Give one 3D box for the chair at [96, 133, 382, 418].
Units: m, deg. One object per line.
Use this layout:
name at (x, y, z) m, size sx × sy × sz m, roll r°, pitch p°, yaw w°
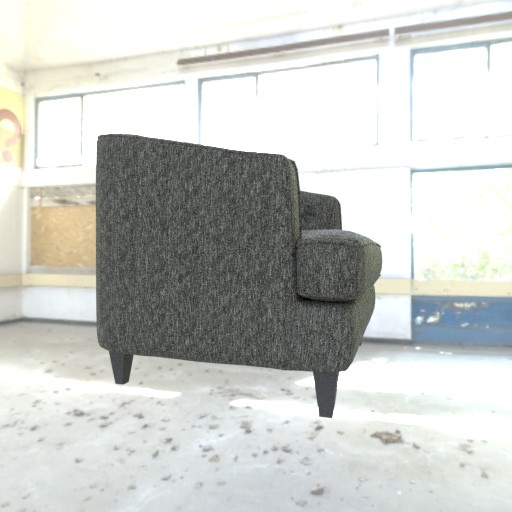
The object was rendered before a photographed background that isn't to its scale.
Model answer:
chair at (0.000, 0.000, 1.753) m, size 0.941 × 0.852 × 1.104 m, roll 0°, pitch 1°, yaw 18°
